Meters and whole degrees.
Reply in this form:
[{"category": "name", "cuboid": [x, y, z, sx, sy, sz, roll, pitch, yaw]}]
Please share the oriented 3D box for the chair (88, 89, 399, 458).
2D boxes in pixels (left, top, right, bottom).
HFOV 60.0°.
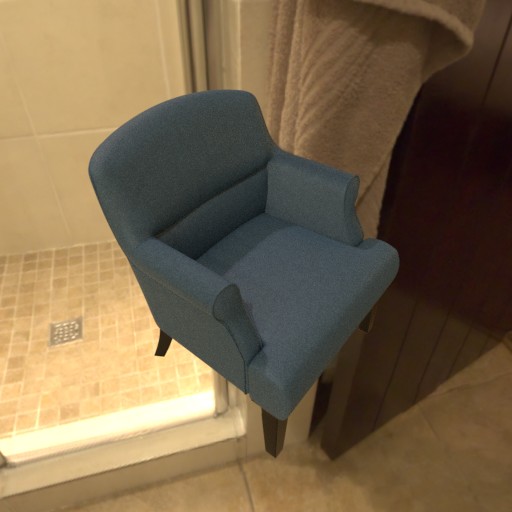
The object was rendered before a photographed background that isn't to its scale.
[{"category": "chair", "cuboid": [0.000, 0.000, 1.480, 0.754, 0.878, 0.770, 26, 47, 28]}]
